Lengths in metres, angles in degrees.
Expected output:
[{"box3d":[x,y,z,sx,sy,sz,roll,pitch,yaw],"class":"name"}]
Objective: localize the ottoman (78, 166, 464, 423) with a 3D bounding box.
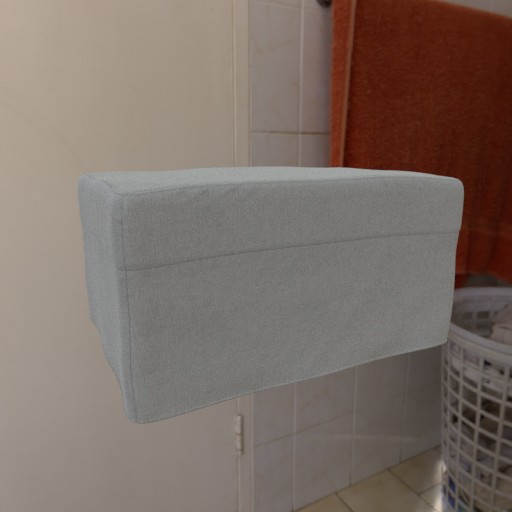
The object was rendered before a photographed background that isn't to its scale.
[{"box3d":[0.000,0.000,1.213,0.833,0.461,0.648,-7,15,-26],"class":"ottoman"}]
